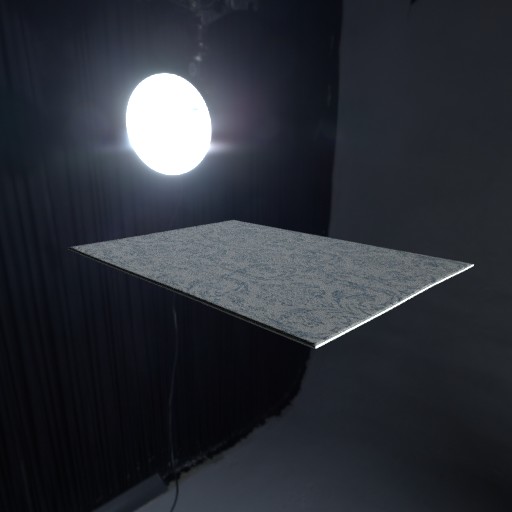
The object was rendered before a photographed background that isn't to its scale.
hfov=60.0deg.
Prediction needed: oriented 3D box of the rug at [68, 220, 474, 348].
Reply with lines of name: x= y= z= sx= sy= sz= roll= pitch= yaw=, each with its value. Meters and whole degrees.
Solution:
rug: x=0.000 y=0.000 z=2.927 sx=2.197 sy=0.014 sz=1.586 roll=14 pitch=20 yaw=43
